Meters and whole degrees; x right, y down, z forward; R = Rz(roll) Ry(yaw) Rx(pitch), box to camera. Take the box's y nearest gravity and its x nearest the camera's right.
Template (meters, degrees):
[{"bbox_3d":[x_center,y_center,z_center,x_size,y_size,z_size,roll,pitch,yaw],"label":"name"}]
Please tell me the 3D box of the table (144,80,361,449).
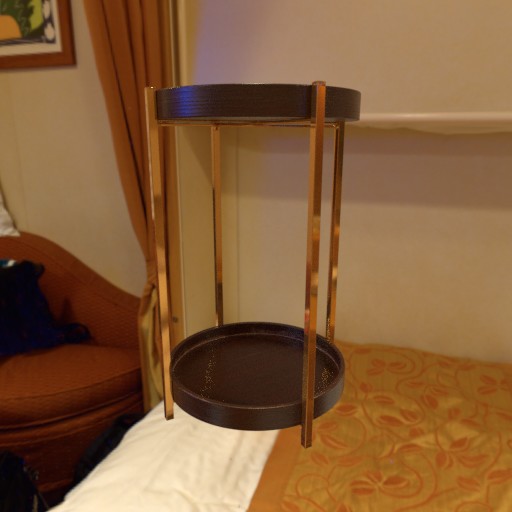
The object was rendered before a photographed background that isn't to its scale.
[{"bbox_3d":[0.000,0.000,0.878,0.400,0.610,0.400,-8,17,-27],"label":"table"}]
